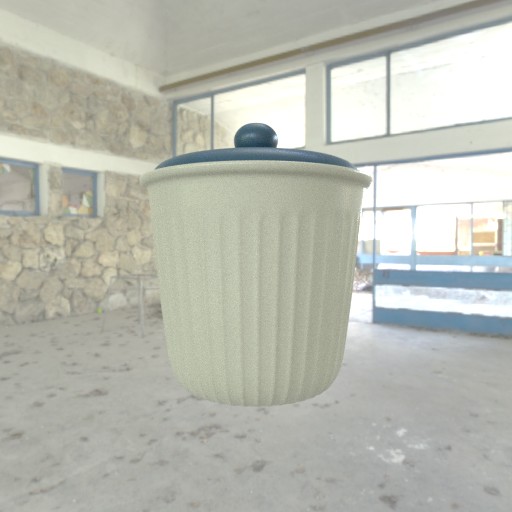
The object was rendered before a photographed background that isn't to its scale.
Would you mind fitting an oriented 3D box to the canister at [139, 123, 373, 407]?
[{"bbox_3d":[0.000,0.000,0.356,0.181,0.211,0.181,0,1,0],"label":"canister"}]
